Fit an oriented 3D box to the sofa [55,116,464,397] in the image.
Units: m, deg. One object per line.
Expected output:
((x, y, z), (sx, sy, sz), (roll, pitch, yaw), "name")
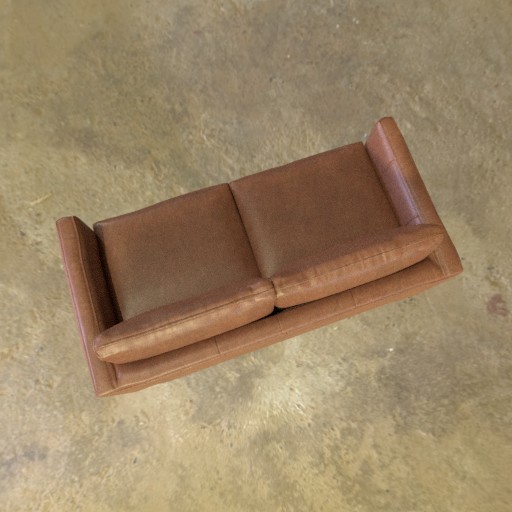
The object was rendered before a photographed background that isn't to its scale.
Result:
((0.000, 0.000, 2.311), (1.797, 0.883, 0.899), (-19, 76, -5), "sofa")
